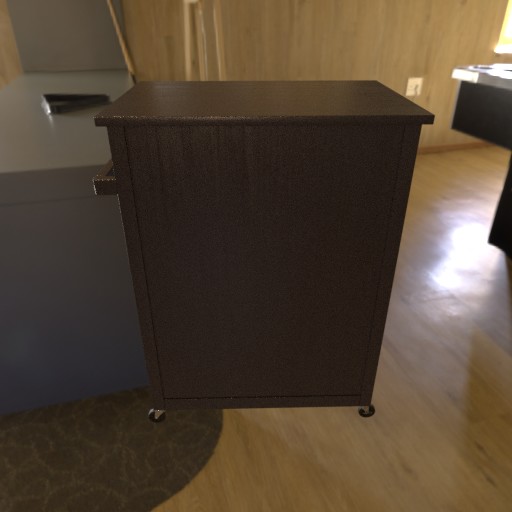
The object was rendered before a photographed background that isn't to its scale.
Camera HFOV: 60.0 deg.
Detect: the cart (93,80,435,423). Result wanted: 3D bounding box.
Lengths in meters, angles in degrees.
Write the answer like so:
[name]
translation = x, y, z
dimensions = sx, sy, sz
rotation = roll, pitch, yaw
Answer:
[cart]
translation = 0.000, 0.000, 1.265
dimensions = 0.690, 0.878, 0.449
rotation = -1, 30, -1
